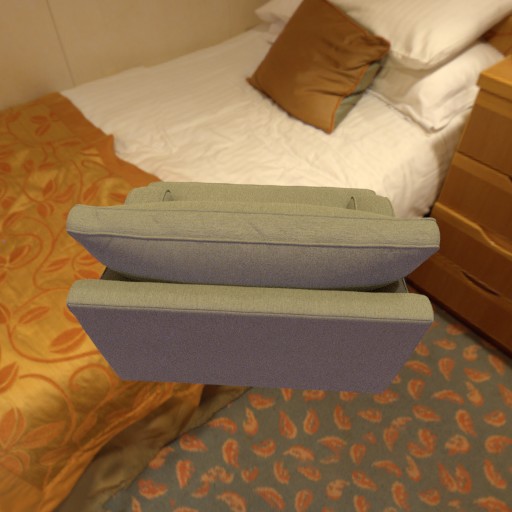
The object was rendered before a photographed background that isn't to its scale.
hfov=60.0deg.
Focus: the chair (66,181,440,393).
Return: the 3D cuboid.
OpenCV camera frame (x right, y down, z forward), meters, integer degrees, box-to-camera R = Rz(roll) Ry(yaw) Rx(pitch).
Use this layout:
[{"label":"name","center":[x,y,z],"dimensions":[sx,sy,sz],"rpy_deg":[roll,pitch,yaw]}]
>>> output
[{"label":"chair","center":[0.000,0.000,1.971],"dimensions":[1.220,1.016,1.041],"rpy_deg":[2,47,2]}]
